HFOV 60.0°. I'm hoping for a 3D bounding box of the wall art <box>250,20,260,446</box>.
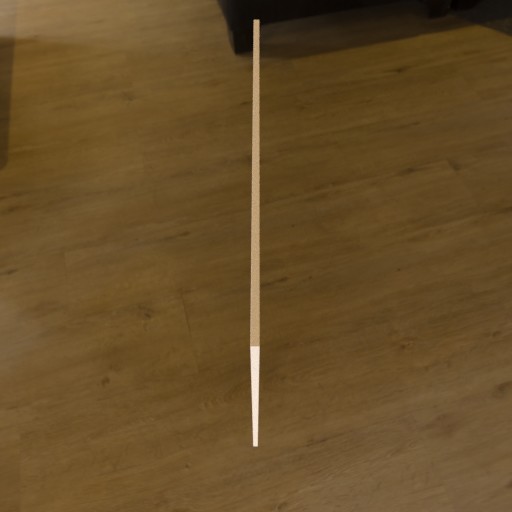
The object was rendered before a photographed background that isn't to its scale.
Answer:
[{"bbox_3d":[0.000,0.000,0.810,0.009,0.559,0.558,0,58,0],"label":"wall art"}]
